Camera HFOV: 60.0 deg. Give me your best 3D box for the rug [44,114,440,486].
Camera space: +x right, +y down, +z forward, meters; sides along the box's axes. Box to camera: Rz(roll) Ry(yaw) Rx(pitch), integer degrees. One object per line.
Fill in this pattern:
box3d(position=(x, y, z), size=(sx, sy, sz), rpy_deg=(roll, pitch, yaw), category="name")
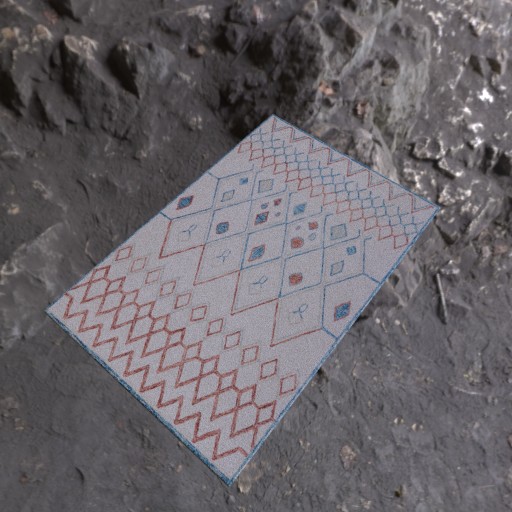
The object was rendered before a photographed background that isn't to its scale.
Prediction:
box3d(position=(0.000, 0.000, 2.357), size=(1.219, 0.016, 1.829), rpy_deg=(35, 65, 19), category="rug")
